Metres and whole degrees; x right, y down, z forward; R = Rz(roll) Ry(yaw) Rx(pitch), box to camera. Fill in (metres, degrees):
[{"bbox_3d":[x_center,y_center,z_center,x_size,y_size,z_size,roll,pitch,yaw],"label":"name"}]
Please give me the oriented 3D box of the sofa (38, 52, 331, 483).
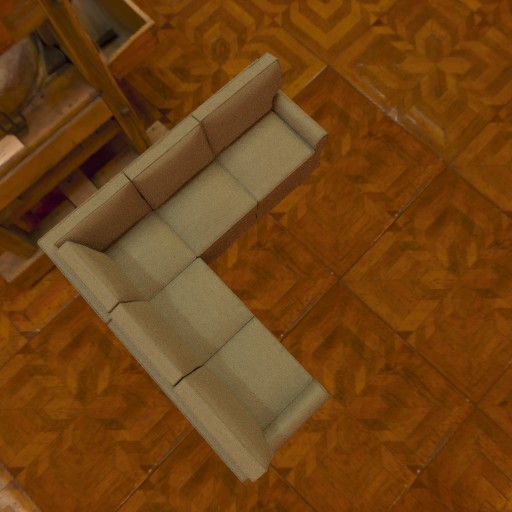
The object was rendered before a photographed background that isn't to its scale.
[{"bbox_3d":[0.000,0.000,3.998,2.623,1.081,2.618,-43,80,-9],"label":"sofa"}]
